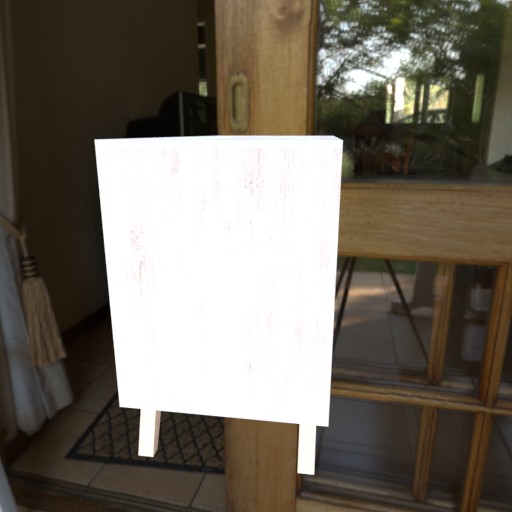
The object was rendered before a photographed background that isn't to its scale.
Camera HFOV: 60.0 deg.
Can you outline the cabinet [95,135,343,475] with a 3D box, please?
[{"bbox_3d":[0.000,0.000,1.504,0.500,0.780,1.110,2,16,8],"label":"cabinet"}]
